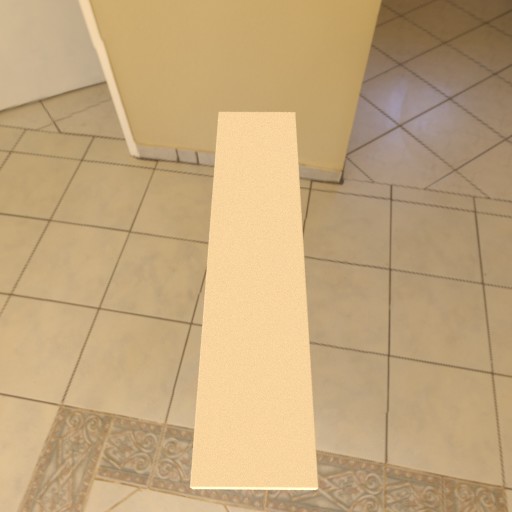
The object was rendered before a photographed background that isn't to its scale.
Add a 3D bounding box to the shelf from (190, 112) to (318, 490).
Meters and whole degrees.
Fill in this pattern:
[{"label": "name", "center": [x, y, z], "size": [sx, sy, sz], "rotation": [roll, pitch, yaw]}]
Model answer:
[{"label": "shelf", "center": [0.000, 0.000, 0.654], "size": [0.140, 0.020, 0.610], "rotation": [0, 58, 0]}]
